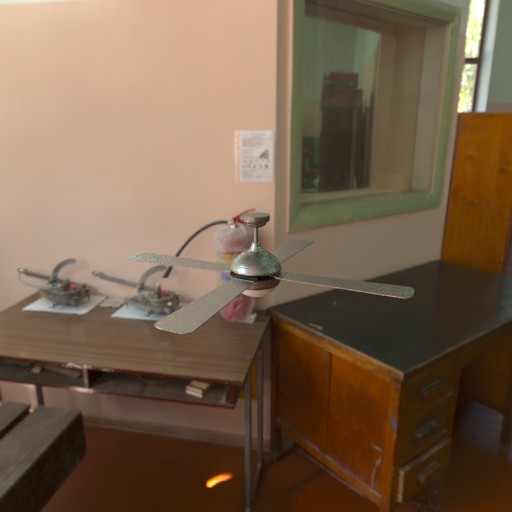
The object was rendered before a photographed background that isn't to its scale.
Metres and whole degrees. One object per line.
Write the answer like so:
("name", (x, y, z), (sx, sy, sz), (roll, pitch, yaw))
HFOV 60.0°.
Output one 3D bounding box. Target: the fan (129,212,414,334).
("fan", (0.000, 0.000, 2.024), (1.321, 0.381, 1.321), (15, 21, 43))
